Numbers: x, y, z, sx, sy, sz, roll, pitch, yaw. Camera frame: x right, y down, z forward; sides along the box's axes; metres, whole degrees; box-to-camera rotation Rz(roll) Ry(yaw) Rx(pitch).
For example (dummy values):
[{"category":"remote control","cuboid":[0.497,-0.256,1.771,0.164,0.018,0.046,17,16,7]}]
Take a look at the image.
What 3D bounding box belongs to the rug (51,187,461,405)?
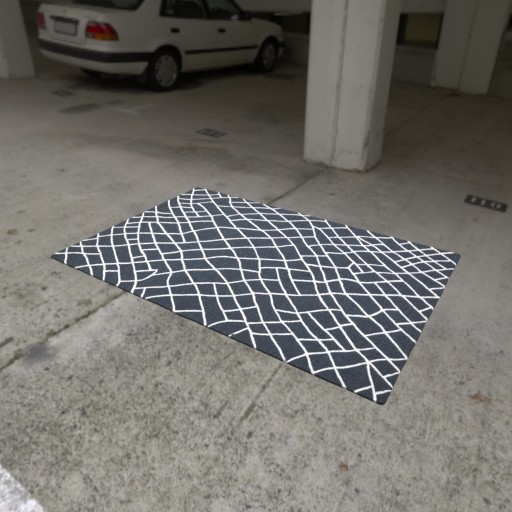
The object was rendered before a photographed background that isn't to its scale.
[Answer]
[{"category":"rug","cuboid":[0.000,0.000,2.363,1.830,0.013,1.223,18,34,28]}]
